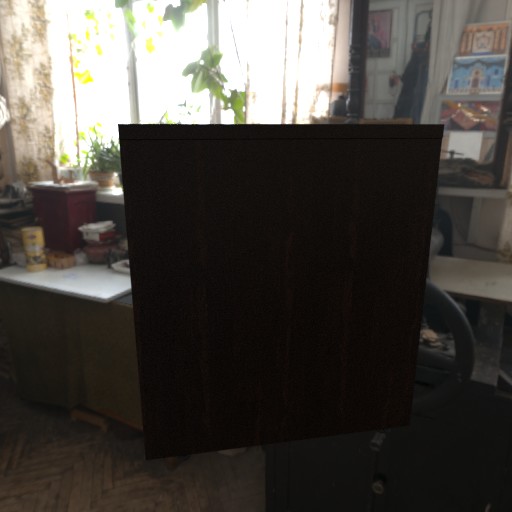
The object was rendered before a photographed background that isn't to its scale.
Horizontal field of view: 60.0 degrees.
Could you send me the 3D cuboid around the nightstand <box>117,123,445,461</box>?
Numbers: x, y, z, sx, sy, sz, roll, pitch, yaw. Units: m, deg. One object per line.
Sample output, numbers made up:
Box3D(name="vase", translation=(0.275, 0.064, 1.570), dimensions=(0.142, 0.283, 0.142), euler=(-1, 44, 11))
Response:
Box3D(name="nightstand", translation=(0.000, 0.000, 0.860), dimensions=(0.427, 0.487, 0.489), euler=(-3, 16, -10))
